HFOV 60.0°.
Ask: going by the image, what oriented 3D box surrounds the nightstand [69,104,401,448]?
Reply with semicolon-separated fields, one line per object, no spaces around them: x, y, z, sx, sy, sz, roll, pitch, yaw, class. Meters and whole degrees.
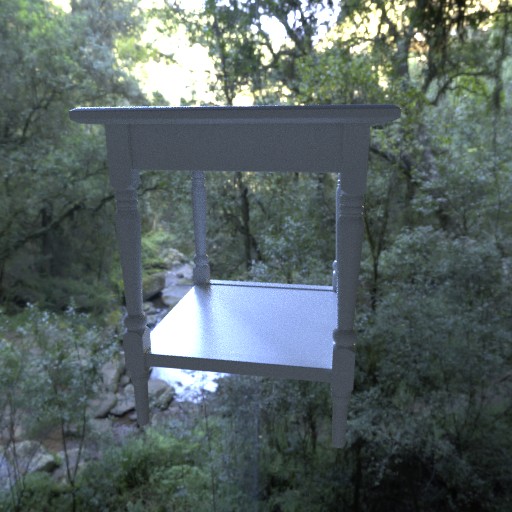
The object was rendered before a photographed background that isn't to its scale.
0.000;0.000;0.909;0.459;0.555;0.505;3;15;9;nightstand
